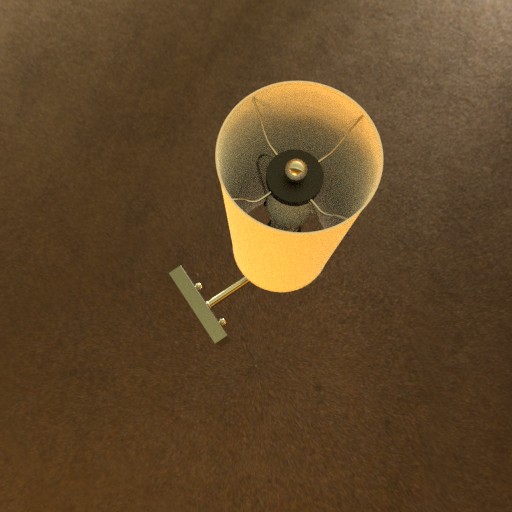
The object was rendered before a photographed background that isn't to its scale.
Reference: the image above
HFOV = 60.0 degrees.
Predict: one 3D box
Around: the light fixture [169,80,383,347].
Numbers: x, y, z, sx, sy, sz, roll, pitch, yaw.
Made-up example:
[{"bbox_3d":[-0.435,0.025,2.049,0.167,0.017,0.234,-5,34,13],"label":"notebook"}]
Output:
[{"bbox_3d":[0.000,0.000,0.556,0.208,0.462,0.128,-34,78,-8],"label":"light fixture"}]
